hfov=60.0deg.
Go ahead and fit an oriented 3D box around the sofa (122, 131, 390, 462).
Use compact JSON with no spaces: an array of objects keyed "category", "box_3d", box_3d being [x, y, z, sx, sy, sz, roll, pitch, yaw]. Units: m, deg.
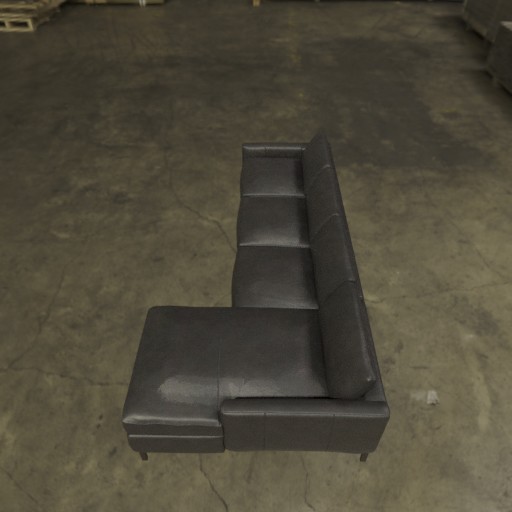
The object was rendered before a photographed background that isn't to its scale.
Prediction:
[{"category":"sofa","box_3d":[0.000,0.000,3.573,1.471,0.859,2.993,1,42,1]}]
